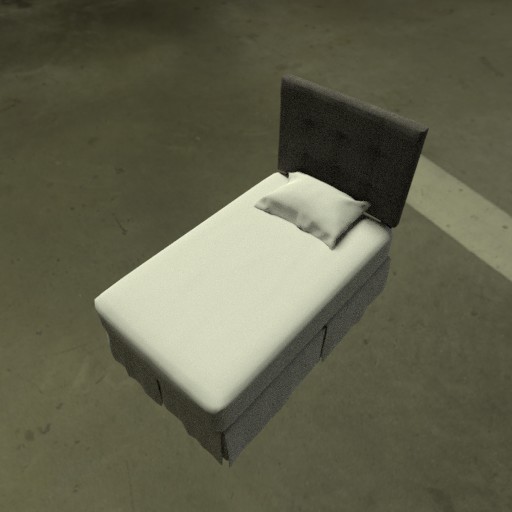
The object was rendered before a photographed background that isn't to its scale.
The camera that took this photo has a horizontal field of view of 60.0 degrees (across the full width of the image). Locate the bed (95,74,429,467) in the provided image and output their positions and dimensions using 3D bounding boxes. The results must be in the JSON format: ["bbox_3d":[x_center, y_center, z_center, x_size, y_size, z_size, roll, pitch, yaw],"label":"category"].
[{"bbox_3d":[0.000,0.000,3.052,1.261,1.571,1.997,33,55,27],"label":"bed"}]
